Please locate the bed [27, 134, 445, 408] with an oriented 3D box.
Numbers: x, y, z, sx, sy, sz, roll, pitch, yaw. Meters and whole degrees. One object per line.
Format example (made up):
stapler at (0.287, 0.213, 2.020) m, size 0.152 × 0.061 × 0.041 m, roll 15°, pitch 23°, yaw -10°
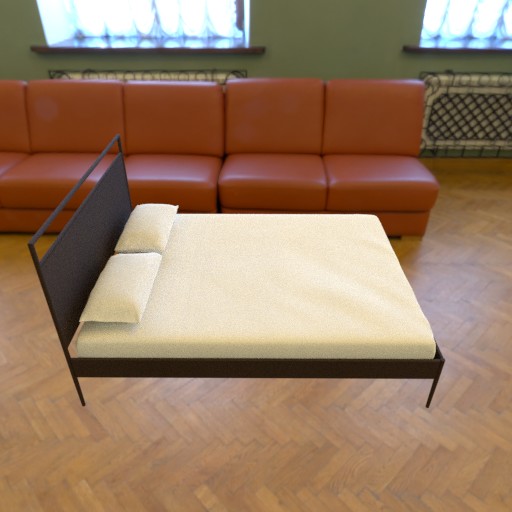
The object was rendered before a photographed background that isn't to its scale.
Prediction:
bed at (0.000, 0.000, 3.026) m, size 2.122 × 1.173 × 1.572 m, roll 0°, pitch 34°, yaw 0°
